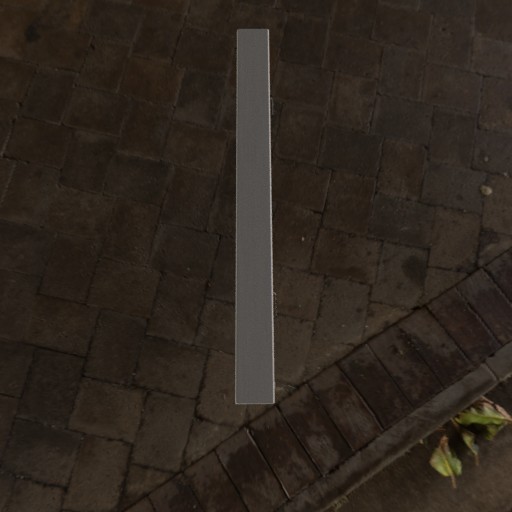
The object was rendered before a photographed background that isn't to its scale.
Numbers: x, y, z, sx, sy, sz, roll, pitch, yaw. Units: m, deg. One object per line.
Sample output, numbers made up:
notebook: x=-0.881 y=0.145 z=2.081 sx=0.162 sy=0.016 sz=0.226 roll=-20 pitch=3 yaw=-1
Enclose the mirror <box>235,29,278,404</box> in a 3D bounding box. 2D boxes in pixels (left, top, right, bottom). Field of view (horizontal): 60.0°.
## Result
mirror: x=0.000 y=0.000 z=0.701 sx=0.041 sy=0.508 sz=0.405 roll=0 pitch=76 yaw=0
